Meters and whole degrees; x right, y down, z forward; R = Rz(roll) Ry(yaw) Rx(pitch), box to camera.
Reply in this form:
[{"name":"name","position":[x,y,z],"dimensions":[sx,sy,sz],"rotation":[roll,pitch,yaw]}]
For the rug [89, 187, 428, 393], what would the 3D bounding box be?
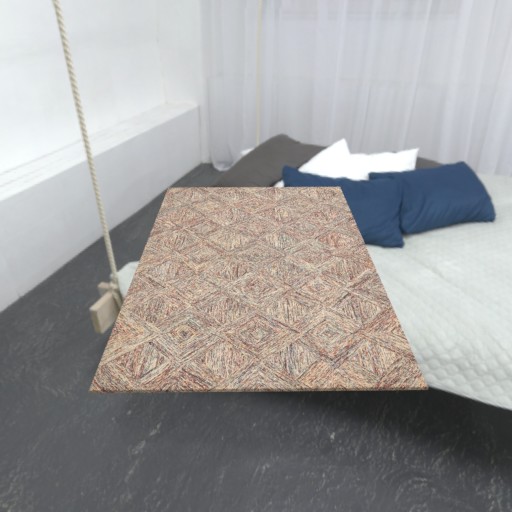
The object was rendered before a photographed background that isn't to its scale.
[{"name":"rug","position":[0.000,0.000,2.956],"dimensions":[1.523,0.019,2.285],"rotation":[0,32,-1]}]
